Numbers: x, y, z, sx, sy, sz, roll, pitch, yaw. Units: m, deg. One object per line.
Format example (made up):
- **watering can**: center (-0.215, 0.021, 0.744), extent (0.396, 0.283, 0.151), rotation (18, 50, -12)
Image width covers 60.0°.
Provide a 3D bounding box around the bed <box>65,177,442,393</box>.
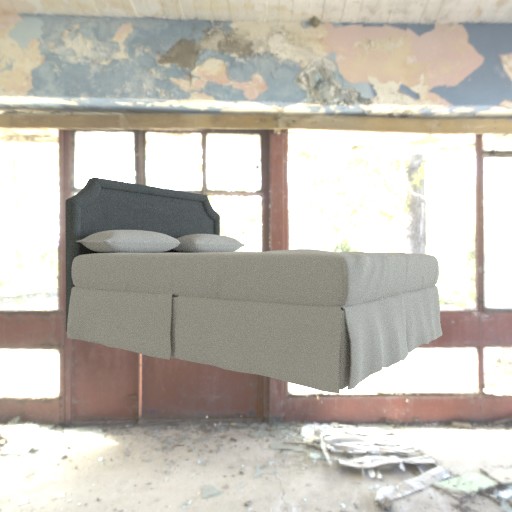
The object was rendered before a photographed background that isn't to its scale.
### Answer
- **bed**: center (0.000, 0.000, 3.557), extent (2.464, 1.306, 1.977), rotation (0, 0, 35)
